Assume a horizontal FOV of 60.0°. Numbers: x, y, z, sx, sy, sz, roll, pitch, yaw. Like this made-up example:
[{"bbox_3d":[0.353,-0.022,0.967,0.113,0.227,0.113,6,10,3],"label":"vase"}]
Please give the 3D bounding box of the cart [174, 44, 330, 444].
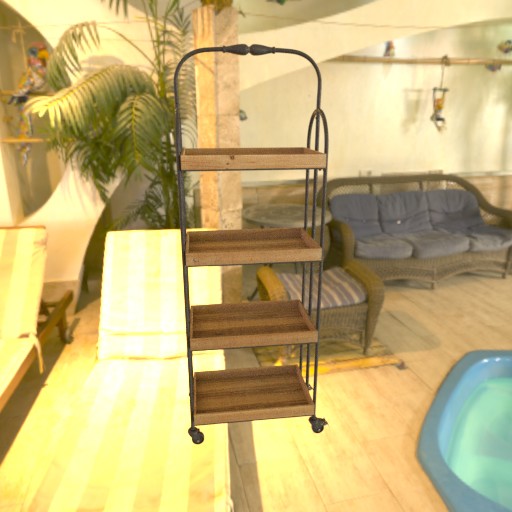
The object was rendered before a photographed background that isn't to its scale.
[{"bbox_3d":[0.000,0.000,1.703,0.581,1.481,0.308,-2,18,-7],"label":"cart"}]
